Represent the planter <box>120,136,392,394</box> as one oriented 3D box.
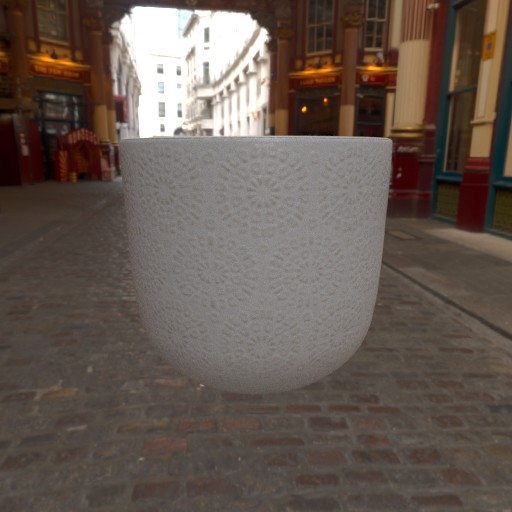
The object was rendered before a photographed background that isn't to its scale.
[{"bbox_3d":[0.000,0.000,0.374,0.208,0.190,0.208,0,14,0],"label":"planter"}]
